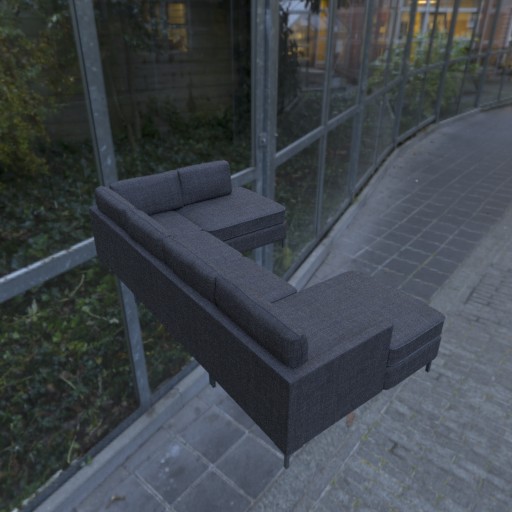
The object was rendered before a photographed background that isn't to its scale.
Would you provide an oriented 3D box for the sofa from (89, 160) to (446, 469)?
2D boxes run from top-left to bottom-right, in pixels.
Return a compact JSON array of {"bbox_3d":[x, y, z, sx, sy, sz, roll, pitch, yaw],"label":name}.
[{"bbox_3d":[0.000,0.000,4.270,2.048,0.999,3.423,-19,33,-32],"label":"sofa"}]
